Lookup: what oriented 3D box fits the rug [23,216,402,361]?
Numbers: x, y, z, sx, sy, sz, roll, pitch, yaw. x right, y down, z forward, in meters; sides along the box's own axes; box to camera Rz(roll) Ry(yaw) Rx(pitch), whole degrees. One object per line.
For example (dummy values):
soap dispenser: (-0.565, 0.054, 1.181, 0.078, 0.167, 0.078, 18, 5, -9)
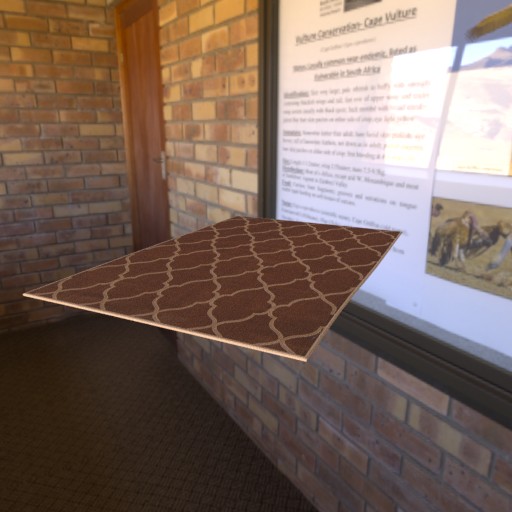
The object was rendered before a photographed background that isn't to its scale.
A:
rug: (0.000, 0.000, 2.909, 1.526, 0.014, 2.290, 8, 18, 25)
